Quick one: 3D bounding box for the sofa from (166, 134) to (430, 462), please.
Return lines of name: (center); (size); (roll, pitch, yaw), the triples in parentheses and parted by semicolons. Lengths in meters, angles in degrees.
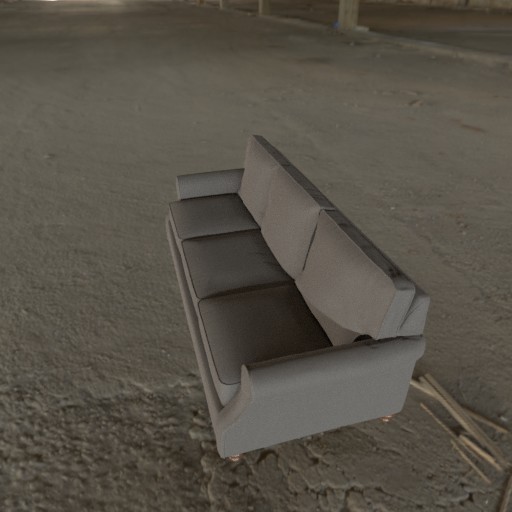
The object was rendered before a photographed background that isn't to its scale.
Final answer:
sofa: (0.000, 0.000, 2.824); (0.966, 0.948, 2.353); (-9, 33, -14)
